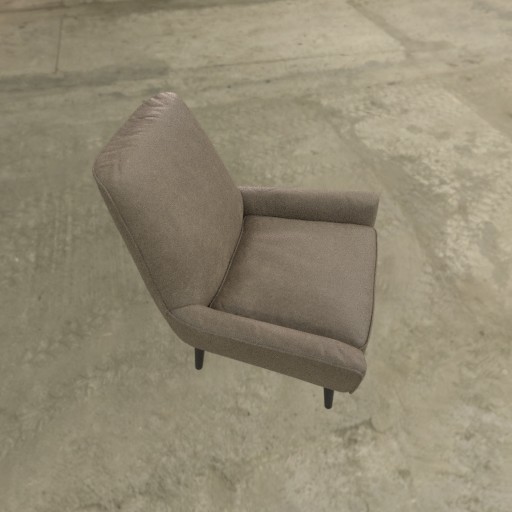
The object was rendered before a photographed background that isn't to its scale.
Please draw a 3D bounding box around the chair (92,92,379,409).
[{"bbox_3d":[0.000,0.000,1.519,0.824,0.888,0.787,10,47,9],"label":"chair"}]
